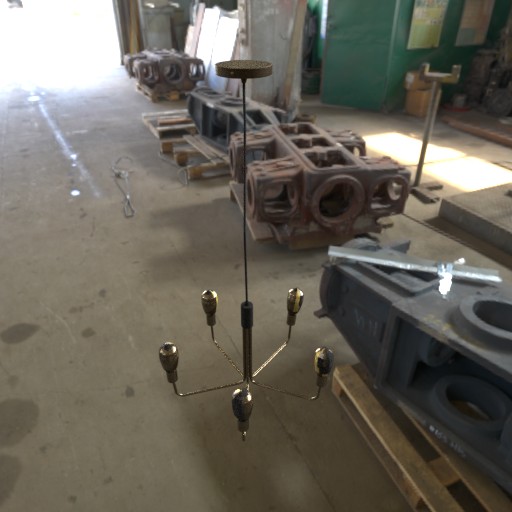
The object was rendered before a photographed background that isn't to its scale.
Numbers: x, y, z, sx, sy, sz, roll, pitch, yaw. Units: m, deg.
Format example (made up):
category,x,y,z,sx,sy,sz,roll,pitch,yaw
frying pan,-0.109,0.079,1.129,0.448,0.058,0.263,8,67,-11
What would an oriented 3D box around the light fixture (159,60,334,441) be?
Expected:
category,x,y,z,sx,sy,sz,roll,pitch,yaw
light fixture,0.000,0.000,1.317,0.532,1.059,0.588,11,33,17
